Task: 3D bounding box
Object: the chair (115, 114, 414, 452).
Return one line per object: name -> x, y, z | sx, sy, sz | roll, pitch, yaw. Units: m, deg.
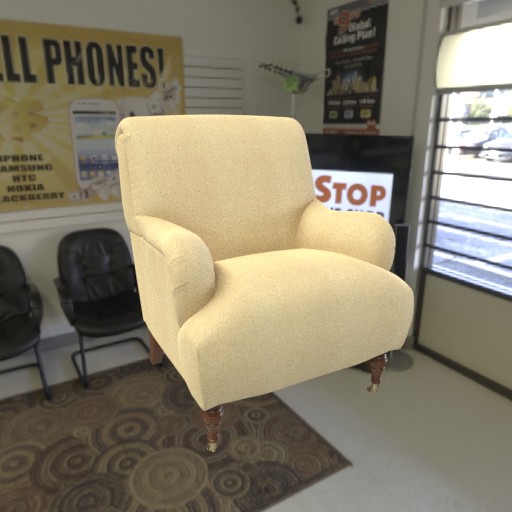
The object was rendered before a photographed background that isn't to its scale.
chair -> 0.000, 0.000, 1.544 | 0.766, 0.944, 0.842 | -9, 19, -27
